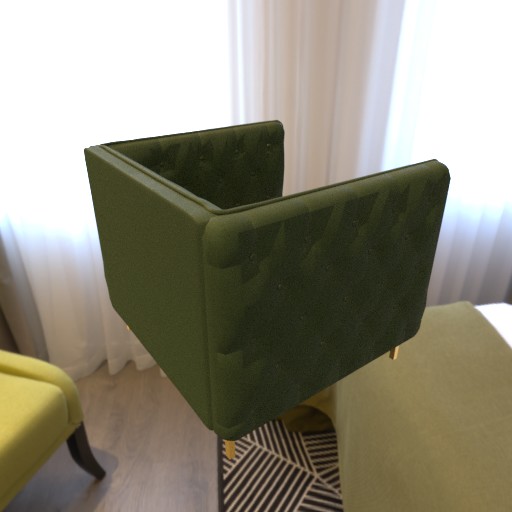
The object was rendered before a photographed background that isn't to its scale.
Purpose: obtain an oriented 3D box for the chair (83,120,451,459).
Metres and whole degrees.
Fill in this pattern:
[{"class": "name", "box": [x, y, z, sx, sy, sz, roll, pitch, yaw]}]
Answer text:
[{"class": "chair", "box": [0.000, 0.000, 1.576, 0.855, 0.768, 0.917, -19, 33, -31]}]
